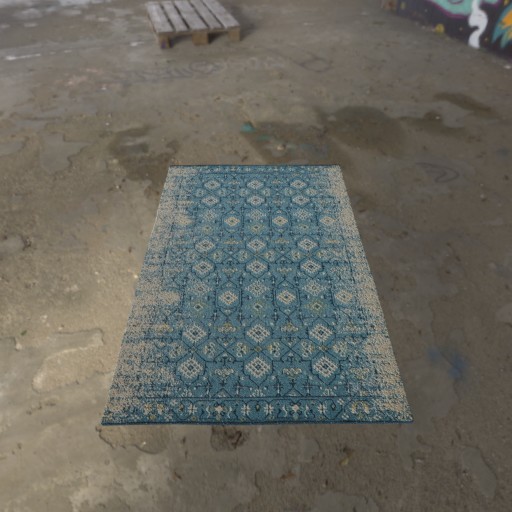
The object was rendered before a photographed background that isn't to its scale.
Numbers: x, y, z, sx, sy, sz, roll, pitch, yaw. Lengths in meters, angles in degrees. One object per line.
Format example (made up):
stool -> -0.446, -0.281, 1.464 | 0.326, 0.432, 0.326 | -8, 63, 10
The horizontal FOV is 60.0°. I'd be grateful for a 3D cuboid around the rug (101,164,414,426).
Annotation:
rug -> 0.000, 0.000, 3.051 | 1.530, 0.015, 2.449 | 0, 42, 0
